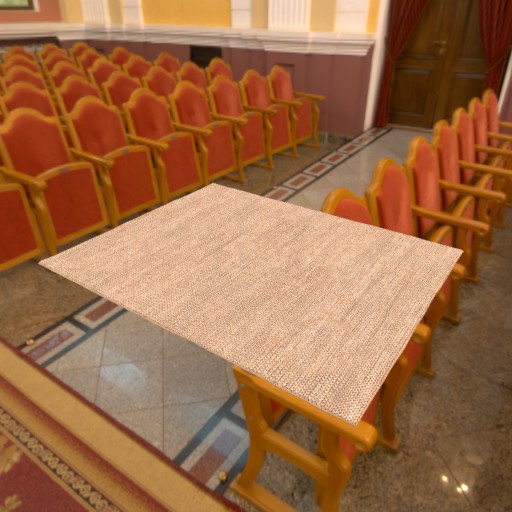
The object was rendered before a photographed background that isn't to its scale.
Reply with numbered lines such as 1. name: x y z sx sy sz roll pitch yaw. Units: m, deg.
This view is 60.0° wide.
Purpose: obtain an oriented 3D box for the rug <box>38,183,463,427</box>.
1. rug: 0.000 0.000 4.047 3.052 0.030 2.429 19 35 30
